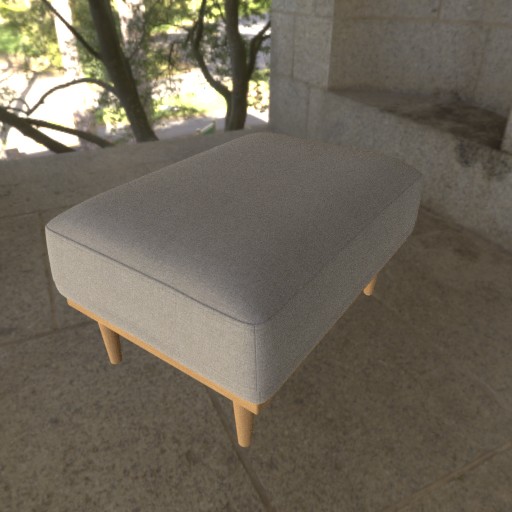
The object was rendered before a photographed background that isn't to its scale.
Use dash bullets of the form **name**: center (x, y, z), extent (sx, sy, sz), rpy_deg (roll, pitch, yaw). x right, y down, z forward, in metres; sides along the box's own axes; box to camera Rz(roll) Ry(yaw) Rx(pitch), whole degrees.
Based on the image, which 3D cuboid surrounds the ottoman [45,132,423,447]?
- **ottoman**: center (0.000, 0.000, 1.070), extent (0.549, 0.428, 0.749), rpy_deg (20, 37, 29)
